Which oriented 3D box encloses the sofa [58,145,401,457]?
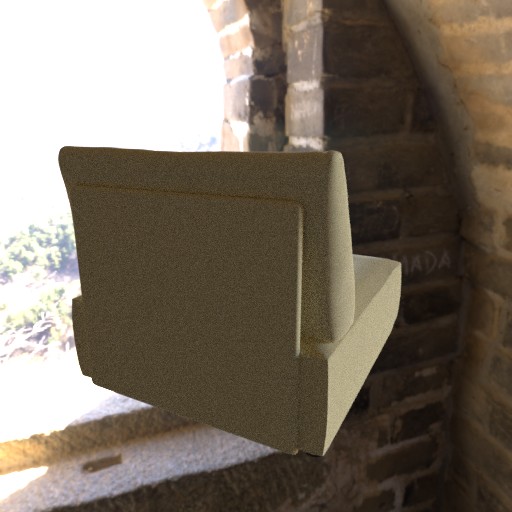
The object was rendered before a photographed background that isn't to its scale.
[{"bbox_3d":[0.000,0.000,1.674,0.930,0.820,1.000,8,17,27],"label":"sofa"}]
